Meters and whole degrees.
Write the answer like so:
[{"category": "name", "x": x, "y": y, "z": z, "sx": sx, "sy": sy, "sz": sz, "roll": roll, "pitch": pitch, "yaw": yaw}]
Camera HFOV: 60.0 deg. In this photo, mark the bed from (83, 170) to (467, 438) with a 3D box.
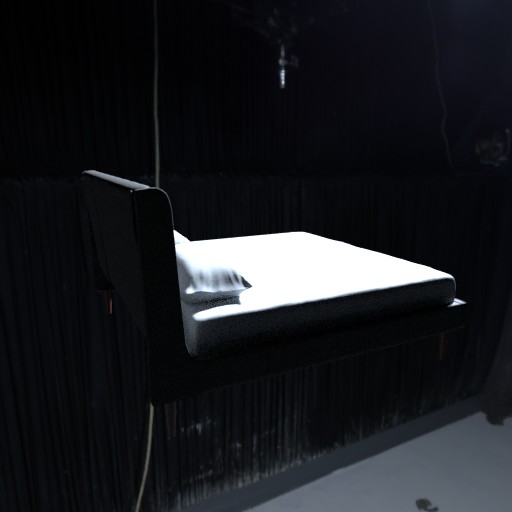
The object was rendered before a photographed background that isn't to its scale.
[{"category": "bed", "x": 0.000, "y": 0.000, "z": 2.511, "sx": 1.638, "sy": 0.933, "sz": 1.531, "roll": -7, "pitch": 15, "yaw": -26}]
